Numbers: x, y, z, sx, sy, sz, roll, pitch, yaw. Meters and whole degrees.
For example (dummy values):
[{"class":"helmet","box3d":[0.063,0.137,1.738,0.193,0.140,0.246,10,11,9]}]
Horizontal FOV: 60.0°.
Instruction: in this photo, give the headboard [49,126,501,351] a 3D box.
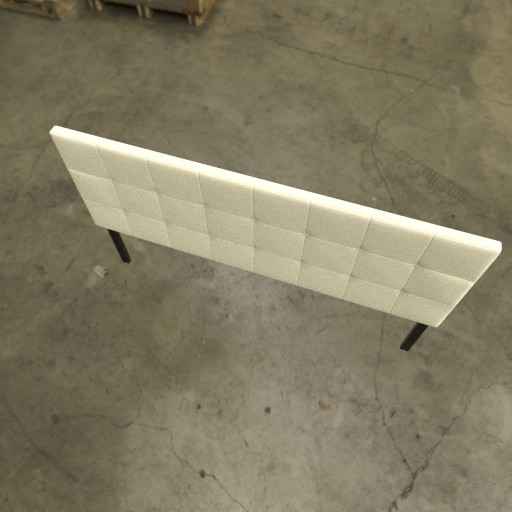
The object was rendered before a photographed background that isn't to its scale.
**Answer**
[{"class":"headboard","box3d":[0.000,0.000,2.796,2.362,1.410,0.120,16,59,10]}]
